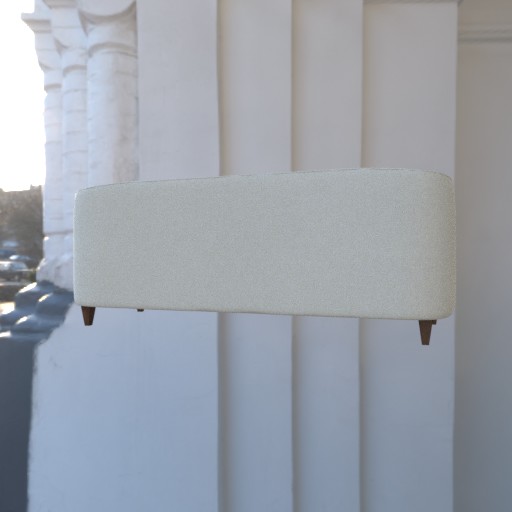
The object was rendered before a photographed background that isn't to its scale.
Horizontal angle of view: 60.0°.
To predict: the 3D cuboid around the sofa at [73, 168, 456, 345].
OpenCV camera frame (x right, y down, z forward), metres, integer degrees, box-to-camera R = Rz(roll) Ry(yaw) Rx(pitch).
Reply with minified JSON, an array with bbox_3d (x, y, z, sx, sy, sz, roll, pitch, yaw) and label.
[{"bbox_3d":[0.000,0.000,2.768,2.278,0.855,0.941,0,0,18],"label":"sofa"}]
